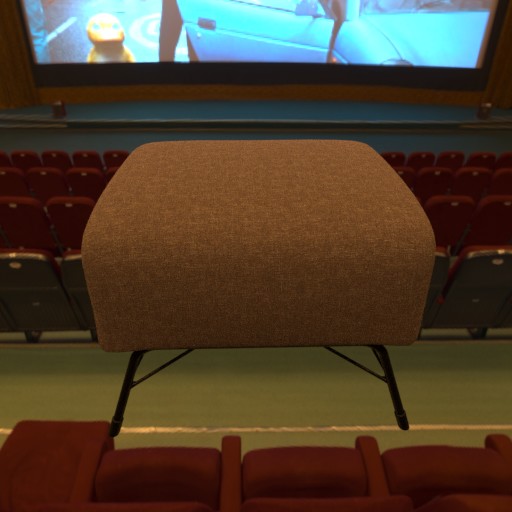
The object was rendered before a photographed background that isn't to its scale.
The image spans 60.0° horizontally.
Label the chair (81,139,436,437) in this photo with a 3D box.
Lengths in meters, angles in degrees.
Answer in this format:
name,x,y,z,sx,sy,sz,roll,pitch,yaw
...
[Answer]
name,x,y,z,sx,sy,sz,roll,pitch,yaw
chair,0.000,0.000,0.899,0.530,0.410,0.530,-1,30,-1
